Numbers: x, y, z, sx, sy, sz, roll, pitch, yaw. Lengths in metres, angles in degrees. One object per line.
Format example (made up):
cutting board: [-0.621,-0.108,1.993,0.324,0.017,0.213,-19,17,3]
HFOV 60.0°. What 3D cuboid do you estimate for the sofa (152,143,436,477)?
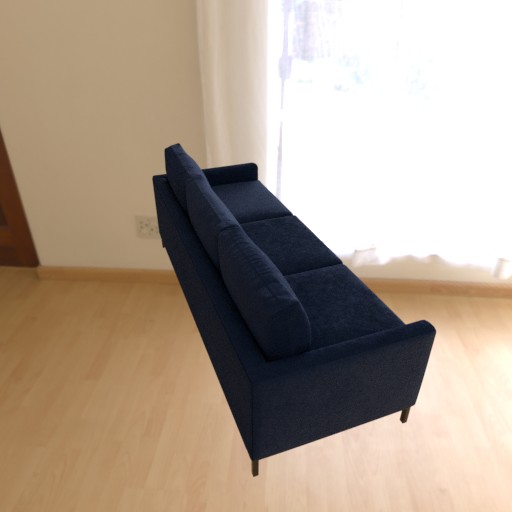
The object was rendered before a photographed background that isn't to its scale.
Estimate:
sofa: [0.000,0.000,2.741,0.875,0.879,2.252,-11,33,-18]
